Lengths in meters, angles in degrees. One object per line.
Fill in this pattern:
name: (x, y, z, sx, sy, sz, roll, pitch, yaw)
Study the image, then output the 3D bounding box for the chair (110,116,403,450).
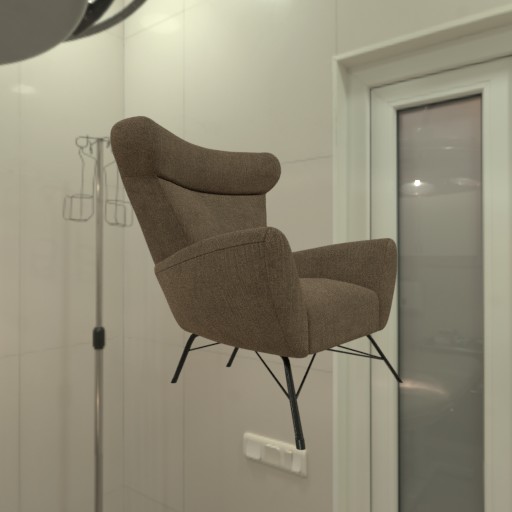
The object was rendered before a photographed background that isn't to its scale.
chair: (0.000, 0.000, 1.765, 0.900, 1.040, 0.980, 0, 0, 37)
